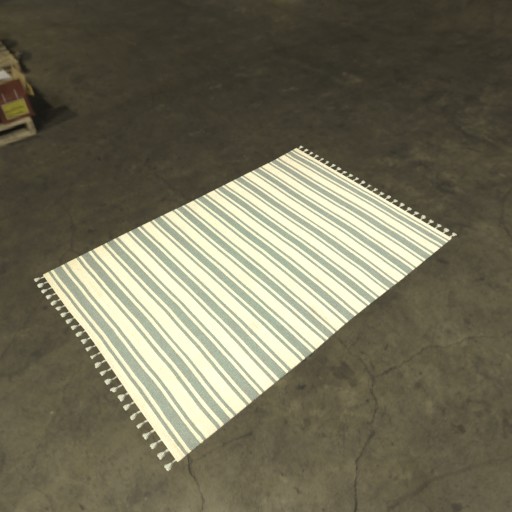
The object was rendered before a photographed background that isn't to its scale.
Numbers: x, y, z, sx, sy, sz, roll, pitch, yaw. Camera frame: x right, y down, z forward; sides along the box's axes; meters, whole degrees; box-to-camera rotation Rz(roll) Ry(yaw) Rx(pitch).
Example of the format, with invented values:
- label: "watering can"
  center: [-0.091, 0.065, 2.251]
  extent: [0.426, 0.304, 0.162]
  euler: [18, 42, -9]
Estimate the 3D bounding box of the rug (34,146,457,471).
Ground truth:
- label: "rug"
  center: [0.000, 0.000, 2.959]
  extent: [2.410, 0.011, 1.539]
  euler: [-32, 53, -27]
